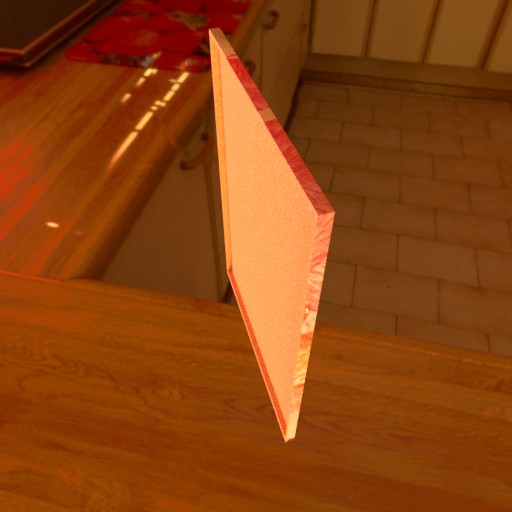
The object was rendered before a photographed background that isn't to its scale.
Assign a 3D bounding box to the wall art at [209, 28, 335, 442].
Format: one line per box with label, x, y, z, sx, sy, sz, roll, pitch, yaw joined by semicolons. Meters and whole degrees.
wall art;0.000;0.000;1.321;0.031;1.015;0.762;-13;49;-11
